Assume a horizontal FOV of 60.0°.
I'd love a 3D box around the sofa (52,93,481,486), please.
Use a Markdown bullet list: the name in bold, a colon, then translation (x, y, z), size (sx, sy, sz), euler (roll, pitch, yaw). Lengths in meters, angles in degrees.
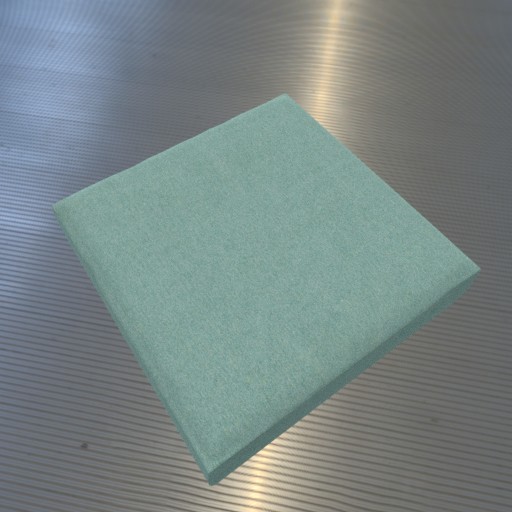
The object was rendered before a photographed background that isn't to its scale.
- **sofa**: translation (0.000, 0.000, 1.406), size (0.930, 0.330, 0.930), euler (-31, 64, -17)
